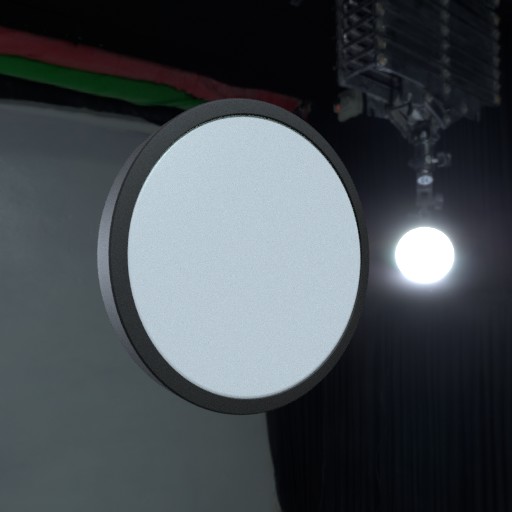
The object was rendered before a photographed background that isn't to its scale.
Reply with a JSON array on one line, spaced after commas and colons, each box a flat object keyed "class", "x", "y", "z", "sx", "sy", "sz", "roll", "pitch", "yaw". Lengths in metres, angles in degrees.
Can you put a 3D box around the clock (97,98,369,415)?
[{"class": "clock", "x": 0.000, "y": 0.000, "z": 0.430, "sx": 0.293, "sy": 0.293, "sz": 0.040, "roll": 1, "pitch": -2, "yaw": -35}]
